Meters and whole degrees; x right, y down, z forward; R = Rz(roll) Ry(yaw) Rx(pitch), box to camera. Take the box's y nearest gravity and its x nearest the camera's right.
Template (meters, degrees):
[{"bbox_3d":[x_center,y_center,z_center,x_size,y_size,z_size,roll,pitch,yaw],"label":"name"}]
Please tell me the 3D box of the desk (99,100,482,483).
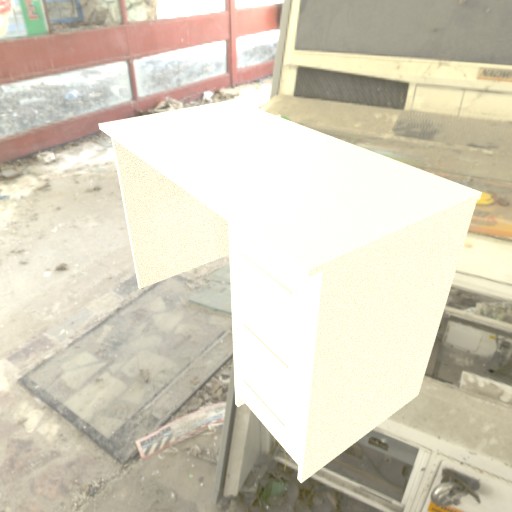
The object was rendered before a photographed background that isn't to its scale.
[{"bbox_3d":[0.000,0.000,1.510,0.560,0.735,1.097,-22,39,-29],"label":"desk"}]
